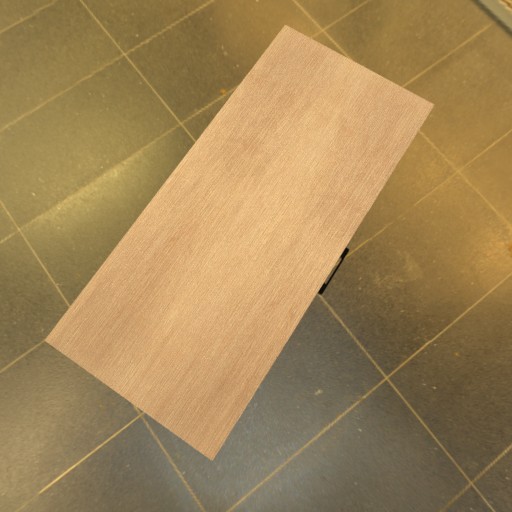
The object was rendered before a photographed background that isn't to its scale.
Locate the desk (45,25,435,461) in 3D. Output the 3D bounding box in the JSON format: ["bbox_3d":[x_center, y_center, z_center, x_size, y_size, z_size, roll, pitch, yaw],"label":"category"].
[{"bbox_3d":[0.000,0.000,1.438,0.470,0.762,1.016,32,77,8],"label":"desk"}]
